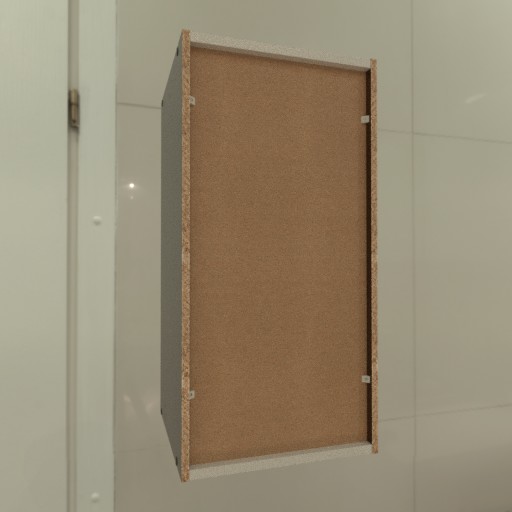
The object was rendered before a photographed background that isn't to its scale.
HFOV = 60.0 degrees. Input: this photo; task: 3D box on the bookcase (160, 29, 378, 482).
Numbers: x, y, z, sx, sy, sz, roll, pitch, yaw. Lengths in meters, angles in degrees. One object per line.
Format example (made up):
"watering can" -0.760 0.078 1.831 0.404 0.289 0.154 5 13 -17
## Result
"bookcase" 0.000 0.000 0.769 0.300 0.600 0.290 0 -1 -17
